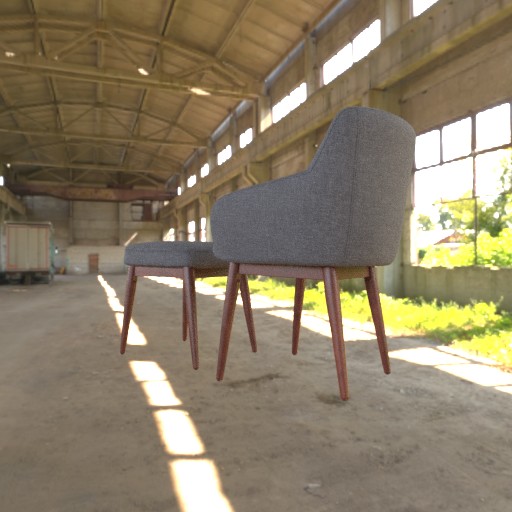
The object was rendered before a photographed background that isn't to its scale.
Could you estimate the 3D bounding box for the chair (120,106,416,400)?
[{"bbox_3d":[0.000,0.000,1.614,1.107,0.799,0.584,0,0,36],"label":"chair"}]
